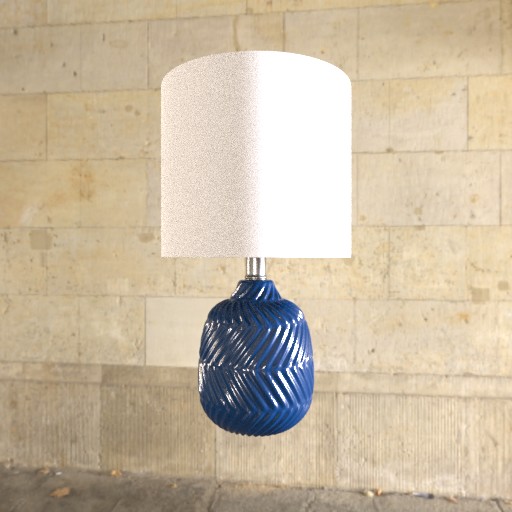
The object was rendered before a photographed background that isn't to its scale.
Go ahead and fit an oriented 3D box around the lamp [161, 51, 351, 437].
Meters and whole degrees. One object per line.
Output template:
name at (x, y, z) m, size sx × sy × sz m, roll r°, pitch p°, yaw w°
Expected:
lamp at (0.000, 0.000, 0.486) m, size 0.203 × 0.368 × 0.203 m, roll 0°, pitch 0°, yaw -36°
